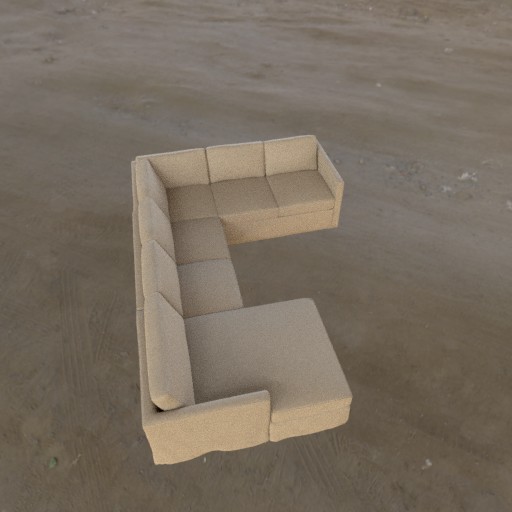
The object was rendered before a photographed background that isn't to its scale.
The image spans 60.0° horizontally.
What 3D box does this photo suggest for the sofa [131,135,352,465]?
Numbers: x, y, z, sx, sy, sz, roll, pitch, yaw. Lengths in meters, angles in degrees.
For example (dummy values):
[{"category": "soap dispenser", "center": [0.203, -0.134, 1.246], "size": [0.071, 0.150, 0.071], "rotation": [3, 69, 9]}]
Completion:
[{"category": "sofa", "center": [0.000, 0.000, 4.644], "size": [2.476, 0.878, 3.528], "rotation": [-9, 45, -9]}]
